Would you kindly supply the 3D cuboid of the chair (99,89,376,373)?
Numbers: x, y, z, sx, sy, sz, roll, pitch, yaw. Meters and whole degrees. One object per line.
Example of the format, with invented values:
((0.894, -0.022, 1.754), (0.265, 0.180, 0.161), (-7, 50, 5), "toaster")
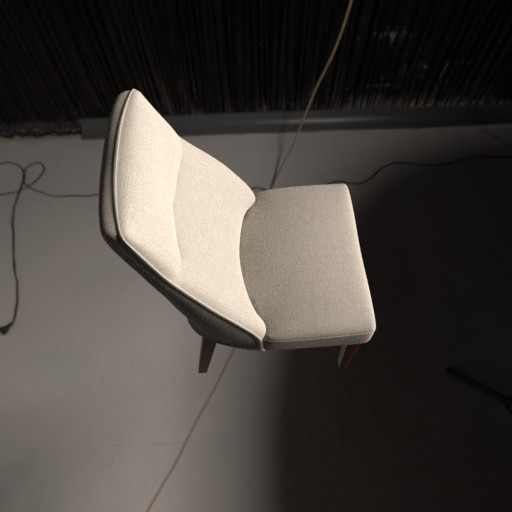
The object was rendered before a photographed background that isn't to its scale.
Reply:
((0.000, 0.000, 1.273), (0.620, 0.930, 0.500), (-3, 62, -2), "chair")
